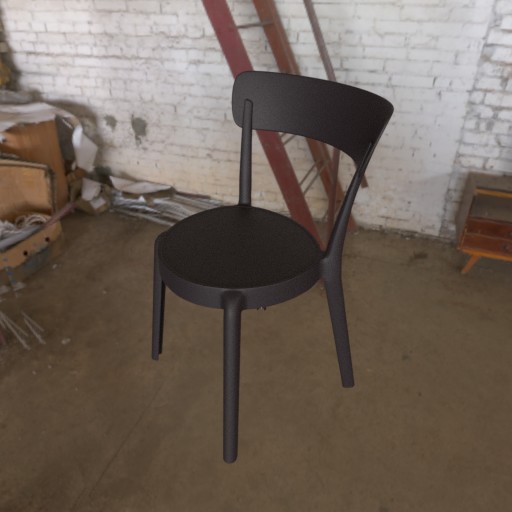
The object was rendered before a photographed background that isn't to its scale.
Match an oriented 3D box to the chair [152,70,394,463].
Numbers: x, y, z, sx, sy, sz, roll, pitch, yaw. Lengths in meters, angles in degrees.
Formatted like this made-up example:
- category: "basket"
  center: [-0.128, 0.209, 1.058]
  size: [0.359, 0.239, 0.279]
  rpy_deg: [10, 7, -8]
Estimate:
- category: "chair"
  center: [0.000, 0.000, 1.130]
  size: [0.491, 0.790, 0.506]
  rpy_deg: [-21, 38, -29]
